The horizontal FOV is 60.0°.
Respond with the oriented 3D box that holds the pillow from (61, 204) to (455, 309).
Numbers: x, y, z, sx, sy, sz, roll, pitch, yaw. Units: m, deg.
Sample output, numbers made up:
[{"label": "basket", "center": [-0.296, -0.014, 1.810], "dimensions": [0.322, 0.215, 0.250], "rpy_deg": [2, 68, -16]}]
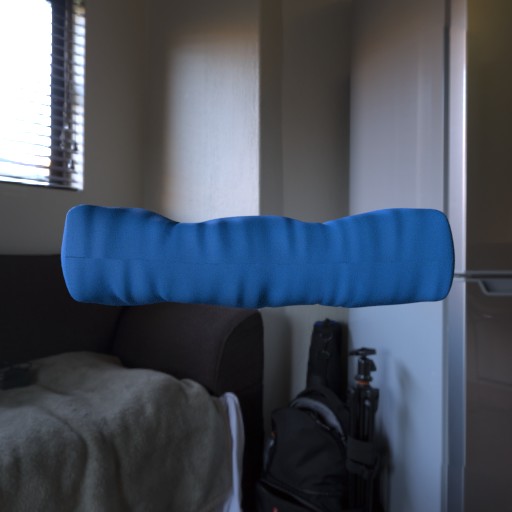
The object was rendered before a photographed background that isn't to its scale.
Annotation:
[{"label": "pillow", "center": [0.000, 0.000, 0.737], "dimensions": [0.468, 0.128, 0.490], "rpy_deg": [0, 1, -2]}]
